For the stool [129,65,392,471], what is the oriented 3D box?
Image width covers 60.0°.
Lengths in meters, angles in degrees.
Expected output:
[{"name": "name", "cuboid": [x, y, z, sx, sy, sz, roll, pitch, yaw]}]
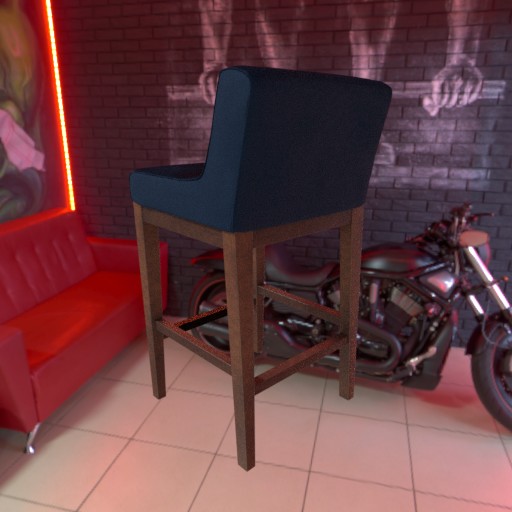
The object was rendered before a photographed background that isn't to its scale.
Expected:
[{"name": "stool", "cuboid": [0.000, 0.000, 1.267, 0.511, 0.945, 0.516, -15, 23, -41]}]
